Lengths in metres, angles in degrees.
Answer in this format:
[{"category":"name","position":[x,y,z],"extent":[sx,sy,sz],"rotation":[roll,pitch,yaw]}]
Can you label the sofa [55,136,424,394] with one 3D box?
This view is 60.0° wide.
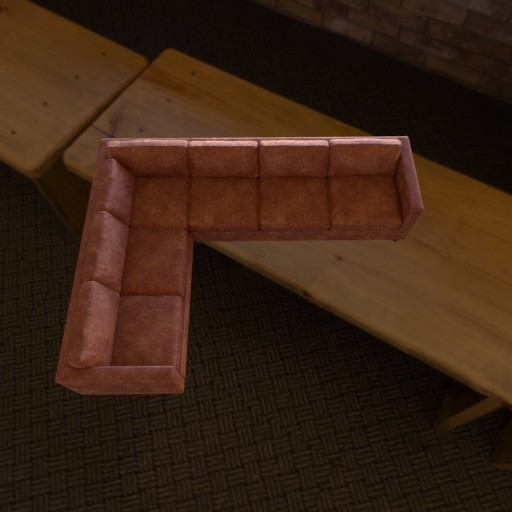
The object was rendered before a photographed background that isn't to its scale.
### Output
[{"category":"sofa","position":[0.000,0.000,4.227],"extent":[3.150,0.838,2.438],"rotation":[-1,64,0]}]
